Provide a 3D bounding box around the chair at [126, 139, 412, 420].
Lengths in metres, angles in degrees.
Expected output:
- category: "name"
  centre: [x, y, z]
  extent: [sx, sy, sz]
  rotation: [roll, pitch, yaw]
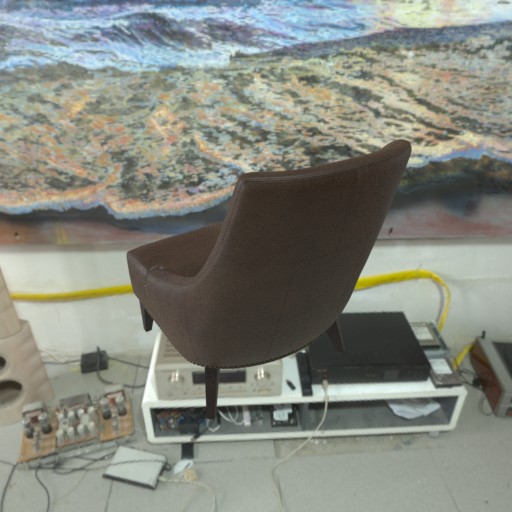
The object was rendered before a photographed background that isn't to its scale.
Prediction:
- category: "chair"
  centre: [0.000, 0.000, 1.555]
  extent: [0.701, 0.909, 0.861]
  rotation: [-18, 35, -28]
